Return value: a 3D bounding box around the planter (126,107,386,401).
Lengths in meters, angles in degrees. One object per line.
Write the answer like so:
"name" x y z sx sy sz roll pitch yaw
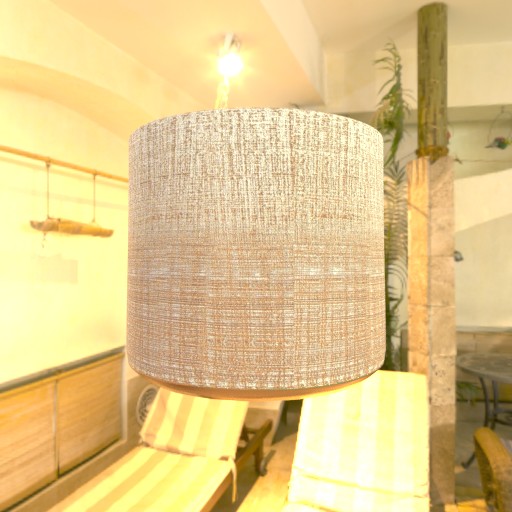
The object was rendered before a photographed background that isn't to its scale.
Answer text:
"planter" 0.000 0.000 0.193 0.109 0.096 0.109 0 0 0
